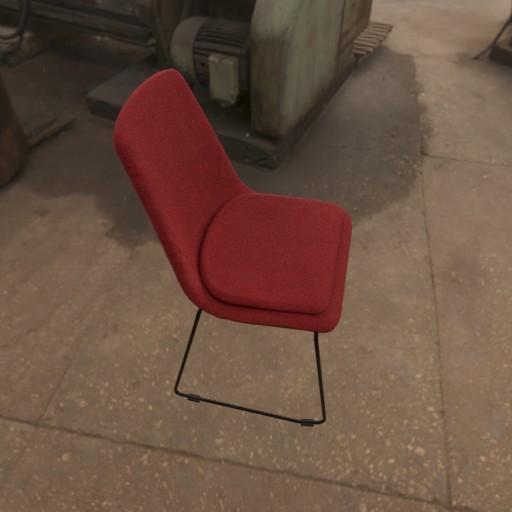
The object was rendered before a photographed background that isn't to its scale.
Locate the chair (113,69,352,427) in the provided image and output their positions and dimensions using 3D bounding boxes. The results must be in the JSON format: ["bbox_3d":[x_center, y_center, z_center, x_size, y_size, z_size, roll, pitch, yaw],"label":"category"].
[{"bbox_3d":[0.000,0.000,1.169,0.518,0.858,0.479,10,47,9],"label":"chair"}]
